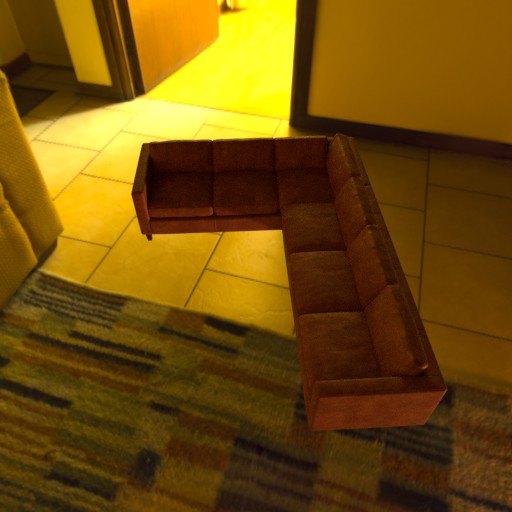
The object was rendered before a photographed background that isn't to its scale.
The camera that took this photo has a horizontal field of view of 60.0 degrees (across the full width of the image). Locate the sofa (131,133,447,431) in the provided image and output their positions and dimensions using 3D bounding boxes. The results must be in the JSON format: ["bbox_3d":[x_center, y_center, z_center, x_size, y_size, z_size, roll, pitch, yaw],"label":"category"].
[{"bbox_3d":[0.000,0.000,4.217,2.438,0.838,3.150,-2,47,-2],"label":"sofa"}]
